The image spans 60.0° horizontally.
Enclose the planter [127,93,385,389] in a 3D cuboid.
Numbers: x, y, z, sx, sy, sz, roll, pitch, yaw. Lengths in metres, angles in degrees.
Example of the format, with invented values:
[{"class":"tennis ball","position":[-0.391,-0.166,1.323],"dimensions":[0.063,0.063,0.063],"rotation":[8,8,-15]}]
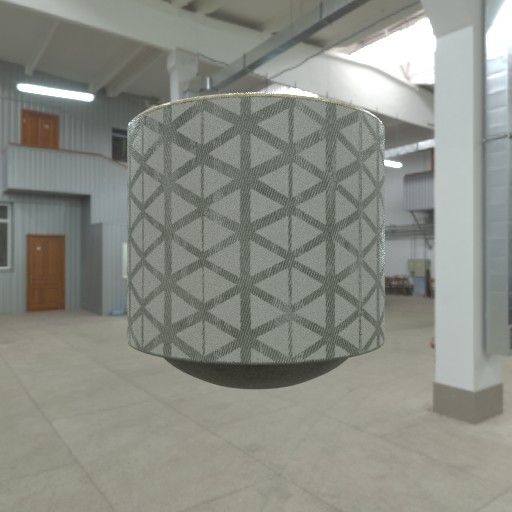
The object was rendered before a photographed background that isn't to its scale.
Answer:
[{"class":"planter","position":[0.000,0.000,0.448],"dimensions":[0.250,0.239,0.250],"rotation":[0,0,0]}]
